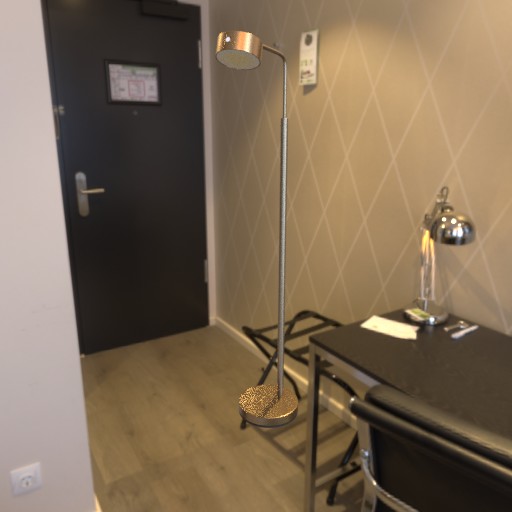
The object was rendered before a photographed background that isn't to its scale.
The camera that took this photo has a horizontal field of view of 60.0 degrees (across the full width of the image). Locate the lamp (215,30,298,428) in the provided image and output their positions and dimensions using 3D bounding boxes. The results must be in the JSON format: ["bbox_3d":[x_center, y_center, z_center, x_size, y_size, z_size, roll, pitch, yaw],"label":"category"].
[{"bbox_3d":[0.000,0.000,1.410,0.219,1.230,0.418,8,17,27],"label":"lamp"}]
